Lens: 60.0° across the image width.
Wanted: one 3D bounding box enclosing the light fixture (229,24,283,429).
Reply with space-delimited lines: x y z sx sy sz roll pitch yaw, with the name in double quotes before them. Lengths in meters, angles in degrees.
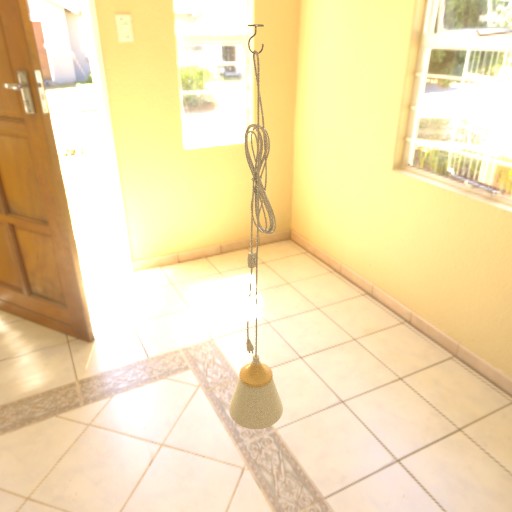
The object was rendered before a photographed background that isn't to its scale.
"light fixture" 0.000 0.000 1.044 0.153 0.966 0.153 -19 32 -32
